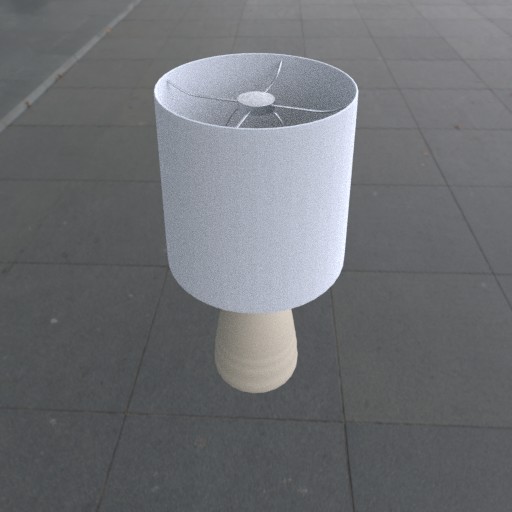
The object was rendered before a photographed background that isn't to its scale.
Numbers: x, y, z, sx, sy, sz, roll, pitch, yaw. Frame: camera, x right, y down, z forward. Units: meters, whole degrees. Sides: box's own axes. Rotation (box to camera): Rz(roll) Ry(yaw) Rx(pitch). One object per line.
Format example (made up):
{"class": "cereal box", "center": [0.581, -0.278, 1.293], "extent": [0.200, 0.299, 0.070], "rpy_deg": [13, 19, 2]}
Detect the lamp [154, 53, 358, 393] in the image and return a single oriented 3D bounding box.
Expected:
{"class": "lamp", "center": [0.000, 0.000, 0.481], "extent": [0.186, 0.369, 0.186], "rpy_deg": [0, 41, 0]}
